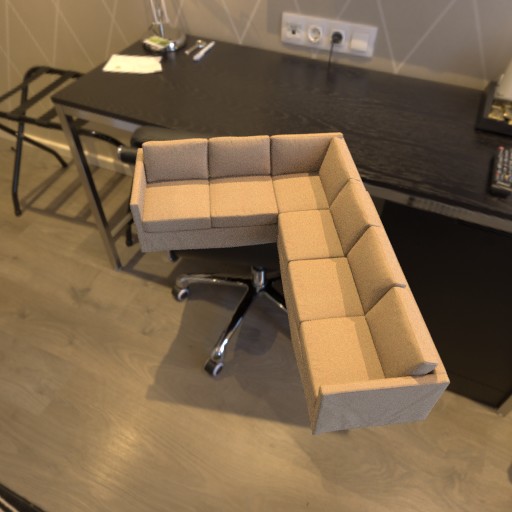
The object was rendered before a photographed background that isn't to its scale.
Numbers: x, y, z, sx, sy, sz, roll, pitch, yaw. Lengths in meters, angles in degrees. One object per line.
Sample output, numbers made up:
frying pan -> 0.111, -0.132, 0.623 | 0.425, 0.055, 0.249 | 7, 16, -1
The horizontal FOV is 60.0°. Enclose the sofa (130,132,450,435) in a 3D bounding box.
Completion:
sofa -> 0.000, 0.000, 4.277 | 2.432, 0.871, 3.182 | -4, 47, -4
